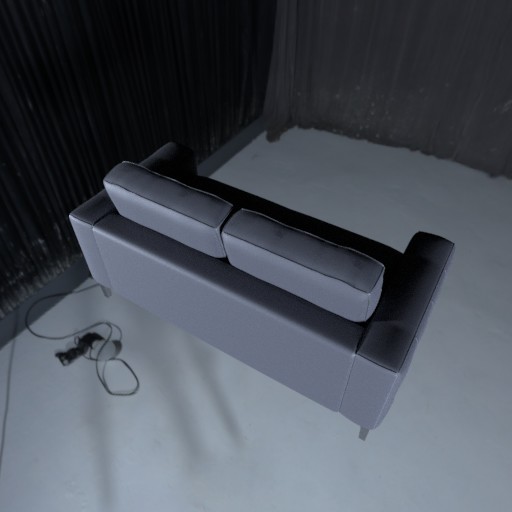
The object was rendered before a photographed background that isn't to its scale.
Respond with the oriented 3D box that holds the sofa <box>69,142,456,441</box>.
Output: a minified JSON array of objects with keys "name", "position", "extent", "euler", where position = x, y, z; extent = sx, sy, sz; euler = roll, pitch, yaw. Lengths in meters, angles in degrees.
[{"name":"sofa","position":[0.000,0.000,2.251],"extent":[1.726,0.893,0.833],"euler":[24,50,21]}]
